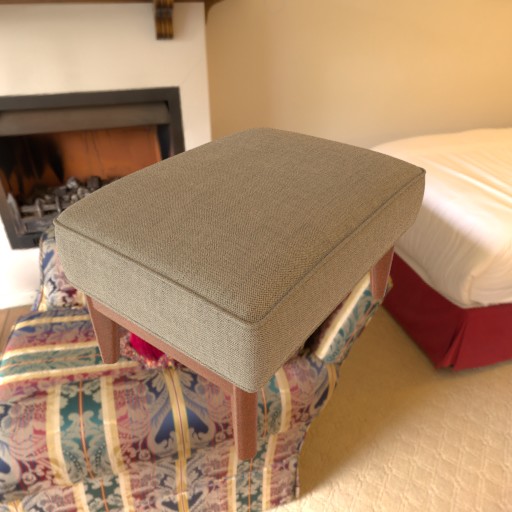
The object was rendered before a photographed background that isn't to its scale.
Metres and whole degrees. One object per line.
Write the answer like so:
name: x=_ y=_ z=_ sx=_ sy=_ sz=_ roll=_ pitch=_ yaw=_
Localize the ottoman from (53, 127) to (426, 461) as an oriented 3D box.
ottoman: x=0.000 y=0.000 z=1.095 sx=0.555 sy=0.458 sz=0.750 roll=22 pitch=39 yaw=30
